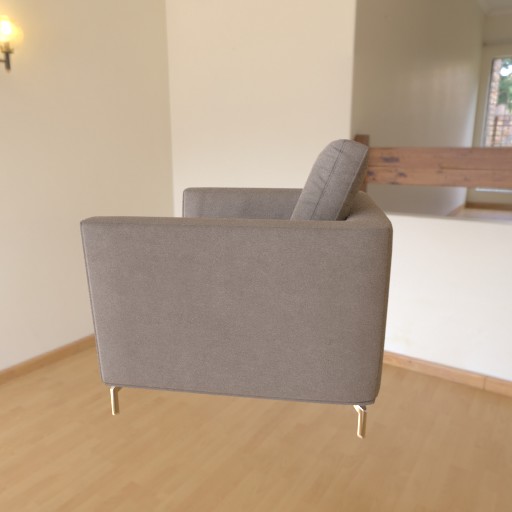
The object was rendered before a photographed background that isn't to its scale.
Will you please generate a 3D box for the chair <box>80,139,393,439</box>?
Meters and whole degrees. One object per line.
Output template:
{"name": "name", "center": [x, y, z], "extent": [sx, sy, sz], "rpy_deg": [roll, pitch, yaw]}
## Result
{"name": "chair", "center": [0.000, 0.000, 1.693], "extent": [0.889, 0.864, 1.041], "rpy_deg": [2, 14, 8]}
